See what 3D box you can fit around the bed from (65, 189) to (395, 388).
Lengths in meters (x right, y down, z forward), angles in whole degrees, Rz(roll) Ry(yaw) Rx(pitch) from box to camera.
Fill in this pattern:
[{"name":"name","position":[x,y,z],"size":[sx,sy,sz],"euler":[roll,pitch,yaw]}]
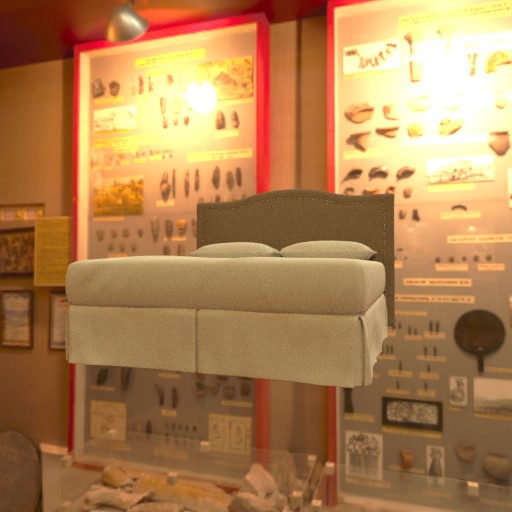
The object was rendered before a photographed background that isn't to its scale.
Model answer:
[{"name":"bed","position":[0.000,0.000,3.588],"size":[2.083,1.421,2.182],"euler":[0,-1,19]}]
